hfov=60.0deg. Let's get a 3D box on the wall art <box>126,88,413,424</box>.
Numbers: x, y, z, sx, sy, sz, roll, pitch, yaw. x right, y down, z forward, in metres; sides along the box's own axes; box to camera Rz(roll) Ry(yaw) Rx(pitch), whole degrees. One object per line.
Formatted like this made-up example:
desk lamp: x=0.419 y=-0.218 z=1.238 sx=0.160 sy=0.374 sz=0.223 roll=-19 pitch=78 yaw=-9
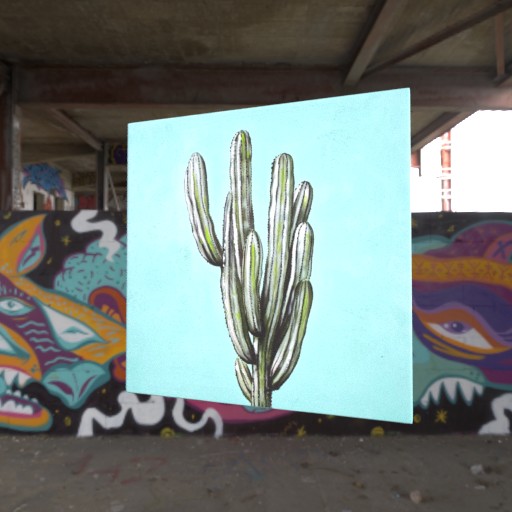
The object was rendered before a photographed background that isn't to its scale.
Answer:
wall art: x=0.000 y=0.000 z=1.619 sx=1.071 sy=1.073 sz=0.070 roll=0 pitch=-1 yaw=19
